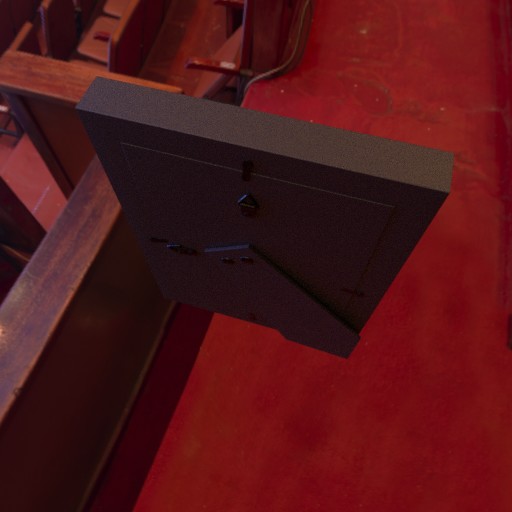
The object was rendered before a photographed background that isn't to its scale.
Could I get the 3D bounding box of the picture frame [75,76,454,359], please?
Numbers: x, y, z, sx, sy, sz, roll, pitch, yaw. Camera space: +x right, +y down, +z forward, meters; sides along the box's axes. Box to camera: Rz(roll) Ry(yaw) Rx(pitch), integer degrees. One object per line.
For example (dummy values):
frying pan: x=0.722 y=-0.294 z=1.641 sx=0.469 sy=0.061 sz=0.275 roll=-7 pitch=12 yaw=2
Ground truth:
picture frame: x=0.000 y=0.000 z=0.273 sx=0.157 sy=0.208 sz=0.028 roll=15 pitch=63 yaw=8
